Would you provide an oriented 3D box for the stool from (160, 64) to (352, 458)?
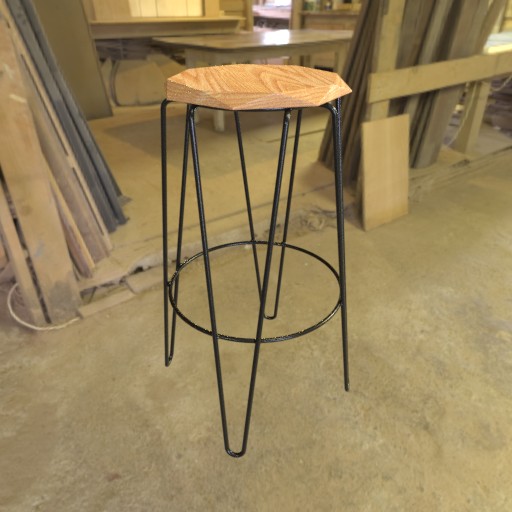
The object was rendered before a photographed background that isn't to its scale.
[{"bbox_3d":[0.000,0.000,0.802,0.326,0.610,0.326,-19,36,-29],"label":"stool"}]
